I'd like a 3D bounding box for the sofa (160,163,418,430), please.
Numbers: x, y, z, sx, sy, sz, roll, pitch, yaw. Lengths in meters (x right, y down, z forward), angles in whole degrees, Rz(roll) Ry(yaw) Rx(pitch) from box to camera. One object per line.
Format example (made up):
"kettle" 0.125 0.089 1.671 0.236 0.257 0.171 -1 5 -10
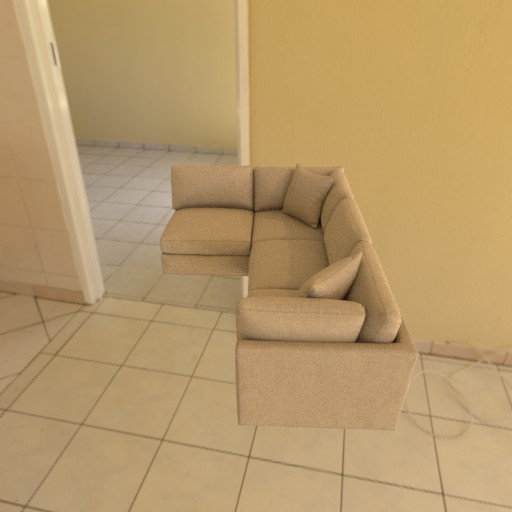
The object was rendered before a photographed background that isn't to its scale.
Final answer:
"sofa" 0.000 0.000 3.931 1.994 0.978 2.896 1 30 2
